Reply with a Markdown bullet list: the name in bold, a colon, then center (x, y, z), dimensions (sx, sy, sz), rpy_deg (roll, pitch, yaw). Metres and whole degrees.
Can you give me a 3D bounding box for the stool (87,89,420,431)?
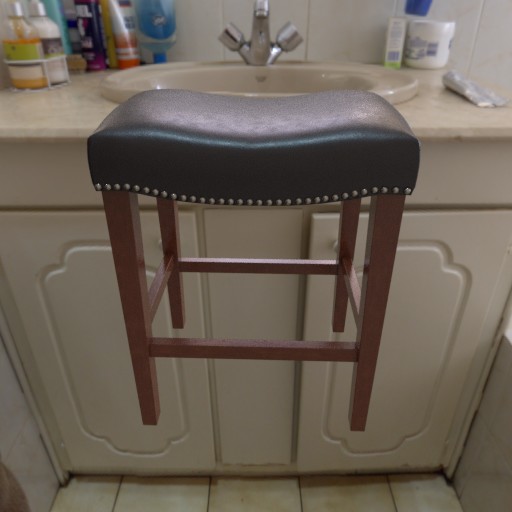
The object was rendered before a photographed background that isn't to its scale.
- **stool**: center (0.000, 0.000, 0.951), dimensions (0.504, 0.654, 0.372), rpy_deg (1, 30, 2)
